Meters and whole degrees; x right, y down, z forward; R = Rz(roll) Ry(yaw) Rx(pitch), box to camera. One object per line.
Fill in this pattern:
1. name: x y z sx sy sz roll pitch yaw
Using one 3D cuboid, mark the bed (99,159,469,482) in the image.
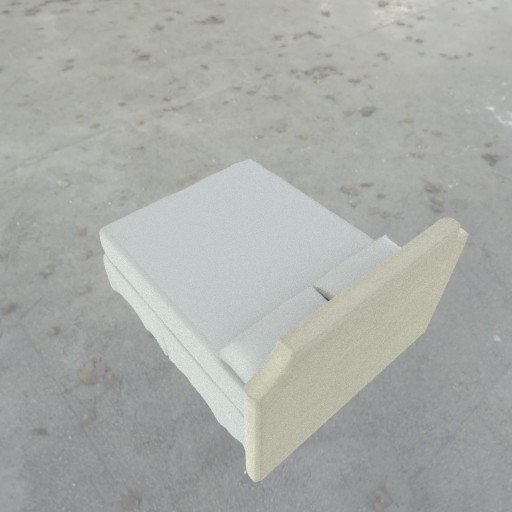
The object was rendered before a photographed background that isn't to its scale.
1. bed: 0.000 0.000 3.329 1.828 1.297 2.164 -31 53 -27
